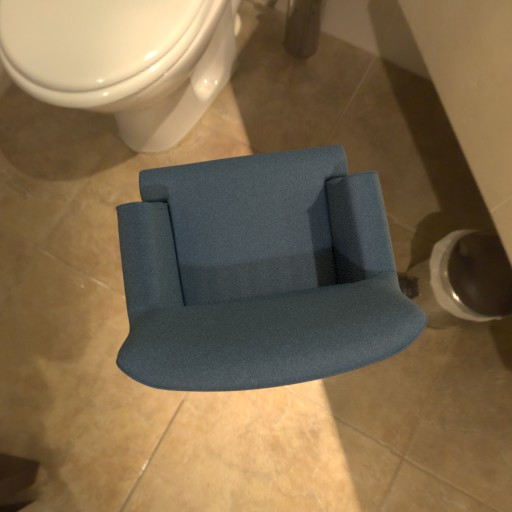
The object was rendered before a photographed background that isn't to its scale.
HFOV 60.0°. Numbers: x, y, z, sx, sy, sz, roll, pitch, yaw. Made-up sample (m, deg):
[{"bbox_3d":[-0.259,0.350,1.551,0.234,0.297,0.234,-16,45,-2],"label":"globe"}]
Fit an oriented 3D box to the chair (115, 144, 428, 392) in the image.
[{"bbox_3d":[0.000,0.000,1.409,0.770,0.878,0.754,-8,77,-2],"label":"chair"}]
